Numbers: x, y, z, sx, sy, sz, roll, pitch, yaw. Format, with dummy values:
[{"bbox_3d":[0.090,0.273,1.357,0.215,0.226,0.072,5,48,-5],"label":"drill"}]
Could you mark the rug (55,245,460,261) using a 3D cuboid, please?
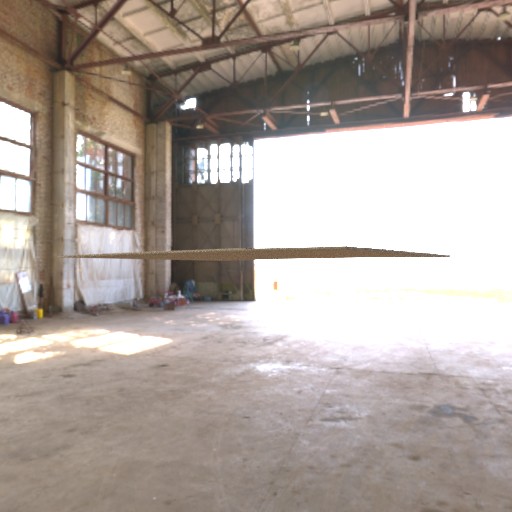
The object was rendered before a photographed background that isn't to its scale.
[{"bbox_3d":[0.000,0.000,3.981,3.027,0.028,2.125,-1,-2,37],"label":"rug"}]
